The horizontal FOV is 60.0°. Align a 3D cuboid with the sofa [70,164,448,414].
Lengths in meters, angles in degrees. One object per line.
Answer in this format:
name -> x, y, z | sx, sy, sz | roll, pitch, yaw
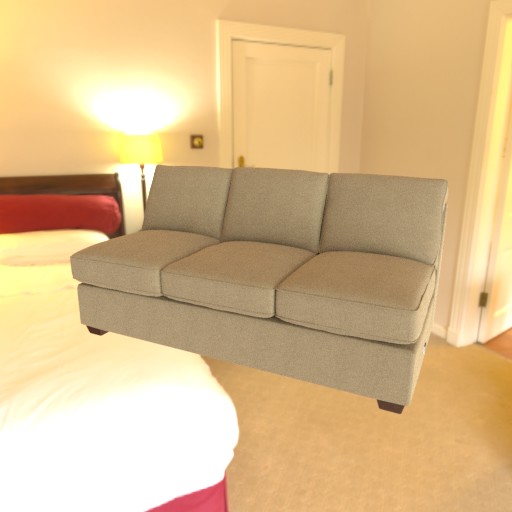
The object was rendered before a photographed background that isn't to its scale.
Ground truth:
sofa -> 0.000, 0.000, 2.774 | 2.092, 1.036, 1.127 | 7, 17, 25
